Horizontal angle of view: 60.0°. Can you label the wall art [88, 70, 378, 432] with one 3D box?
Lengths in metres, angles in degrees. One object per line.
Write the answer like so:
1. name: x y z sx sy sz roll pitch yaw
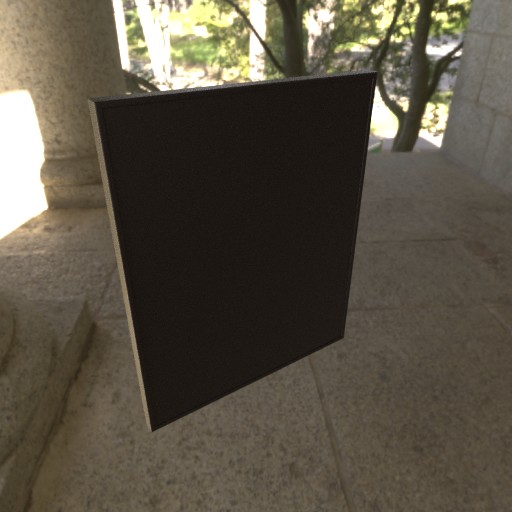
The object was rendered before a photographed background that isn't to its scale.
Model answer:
1. wall art: 0.000 0.000 0.748 0.451 0.551 0.028 -18 34 -29
